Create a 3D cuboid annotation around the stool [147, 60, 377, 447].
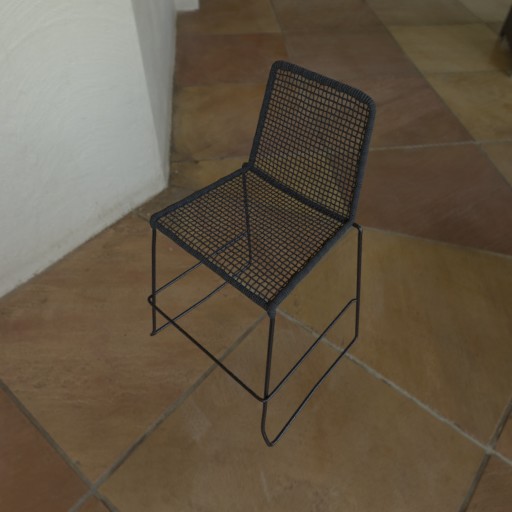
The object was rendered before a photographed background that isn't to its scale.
[{"bbox_3d":[0.000,0.000,1.273,0.590,0.905,0.509,34,56,27],"label":"stool"}]
